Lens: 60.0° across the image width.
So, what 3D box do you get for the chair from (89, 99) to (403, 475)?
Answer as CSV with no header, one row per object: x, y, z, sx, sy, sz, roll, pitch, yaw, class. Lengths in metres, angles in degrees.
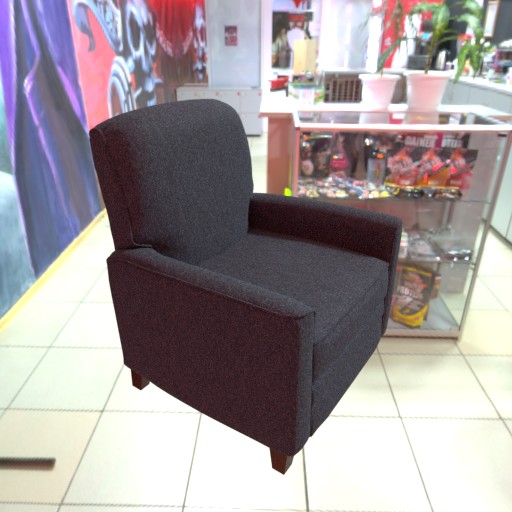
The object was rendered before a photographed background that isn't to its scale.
0.000,0.000,1.611,0.850,1.016,0.839,17,31,31,chair
